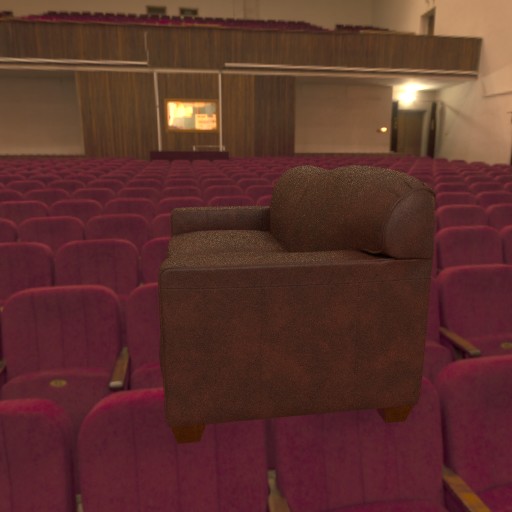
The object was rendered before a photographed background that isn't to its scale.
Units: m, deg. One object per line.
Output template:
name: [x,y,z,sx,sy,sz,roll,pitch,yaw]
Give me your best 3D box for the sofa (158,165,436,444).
sofa: [0.000,0.000,2.390,1.000,0.966,1.856,-2,12,-9]
